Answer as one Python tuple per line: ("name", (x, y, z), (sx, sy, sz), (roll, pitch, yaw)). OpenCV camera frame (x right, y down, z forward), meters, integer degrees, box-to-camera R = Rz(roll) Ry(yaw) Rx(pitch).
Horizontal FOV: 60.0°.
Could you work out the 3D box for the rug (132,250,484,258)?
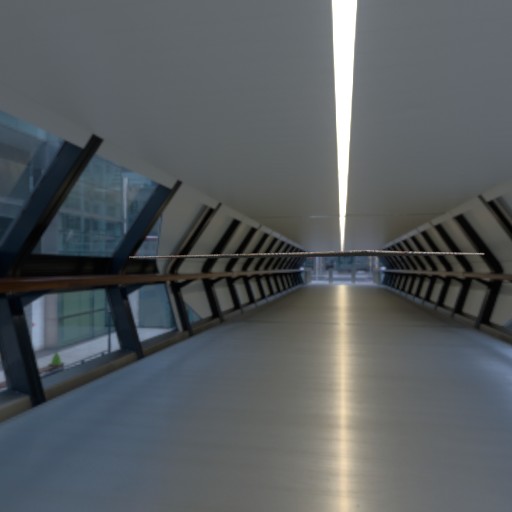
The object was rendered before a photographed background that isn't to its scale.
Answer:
("rug", (0.000, 0.000, 2.734), (0.771, 0.009, 2.443), (0, -1, -35))
